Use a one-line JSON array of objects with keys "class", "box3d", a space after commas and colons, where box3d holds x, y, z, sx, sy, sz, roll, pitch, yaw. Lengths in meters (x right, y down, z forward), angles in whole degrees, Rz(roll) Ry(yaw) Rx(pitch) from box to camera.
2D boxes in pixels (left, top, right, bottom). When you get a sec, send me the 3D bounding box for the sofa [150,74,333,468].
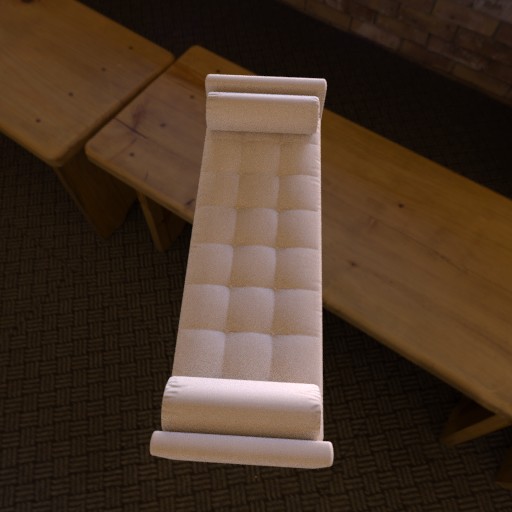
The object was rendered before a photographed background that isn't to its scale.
[{"class": "sofa", "box3d": [0.000, 0.000, 2.333, 0.686, 0.635, 1.981, 3, 64, 1]}]
